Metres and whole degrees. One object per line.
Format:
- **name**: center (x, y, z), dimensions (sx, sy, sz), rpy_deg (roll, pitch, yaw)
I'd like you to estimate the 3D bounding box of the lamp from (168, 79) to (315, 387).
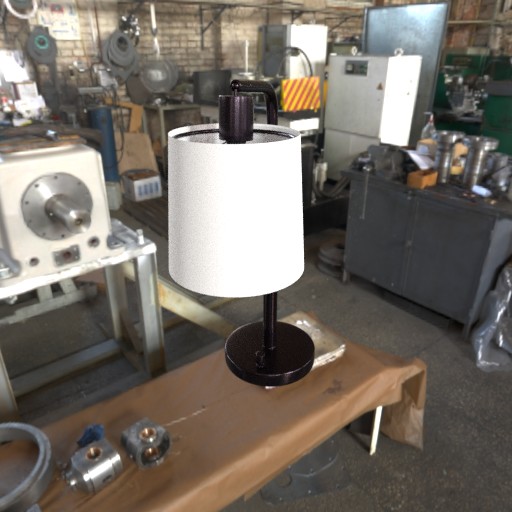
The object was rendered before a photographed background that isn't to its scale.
- **lamp**: center (0.000, 0.000, 0.648), dimensions (0.171, 0.489, 0.333), rpy_deg (8, 26, 16)
